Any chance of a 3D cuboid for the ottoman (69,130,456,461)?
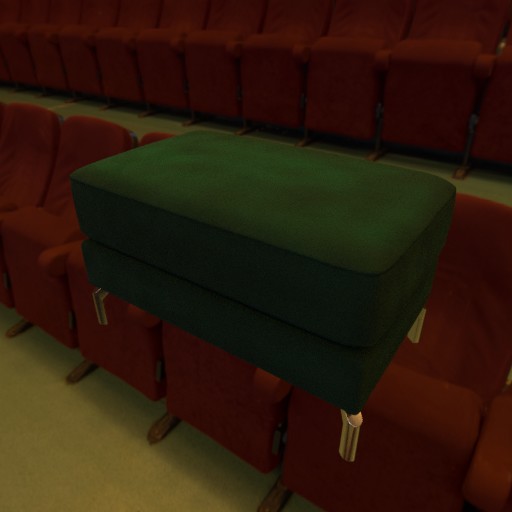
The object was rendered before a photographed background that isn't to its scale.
[{"bbox_3d":[0.000,0.000,1.243,0.886,0.533,0.536,19,35,29],"label":"ottoman"}]
